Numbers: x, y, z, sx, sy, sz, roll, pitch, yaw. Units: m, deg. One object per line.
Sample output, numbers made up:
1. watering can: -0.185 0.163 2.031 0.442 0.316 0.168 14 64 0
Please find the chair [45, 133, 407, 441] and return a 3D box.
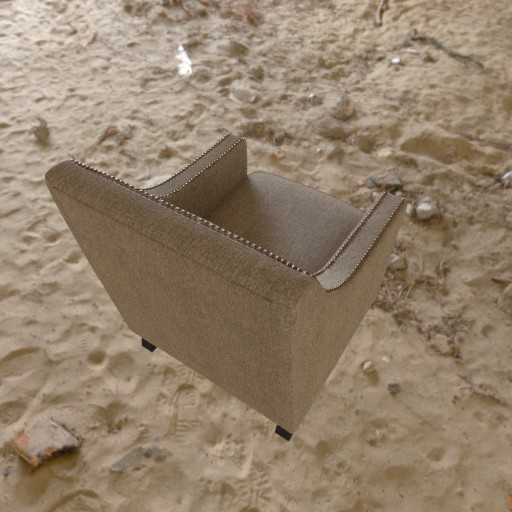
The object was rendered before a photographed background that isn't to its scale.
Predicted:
1. chair: 0.000 0.000 1.589 0.776 0.967 0.884 26 53 22
